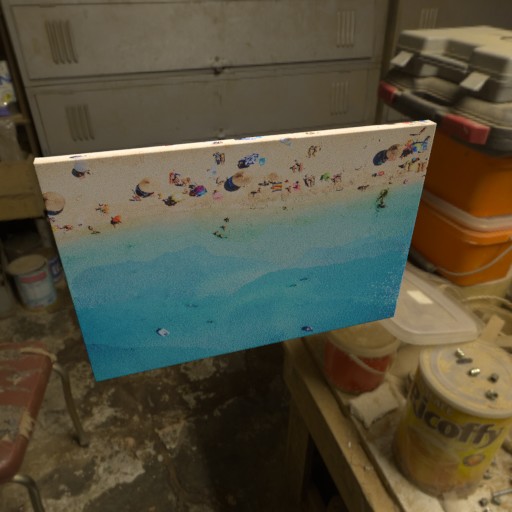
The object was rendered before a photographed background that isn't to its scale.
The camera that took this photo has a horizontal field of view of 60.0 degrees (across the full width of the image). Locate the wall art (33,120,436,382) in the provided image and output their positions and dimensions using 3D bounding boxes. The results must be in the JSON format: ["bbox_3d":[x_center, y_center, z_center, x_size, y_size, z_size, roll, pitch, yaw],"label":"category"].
[{"bbox_3d":[0.000,0.000,1.431,1.136,0.769,0.040,-9,34,-14],"label":"wall art"}]
